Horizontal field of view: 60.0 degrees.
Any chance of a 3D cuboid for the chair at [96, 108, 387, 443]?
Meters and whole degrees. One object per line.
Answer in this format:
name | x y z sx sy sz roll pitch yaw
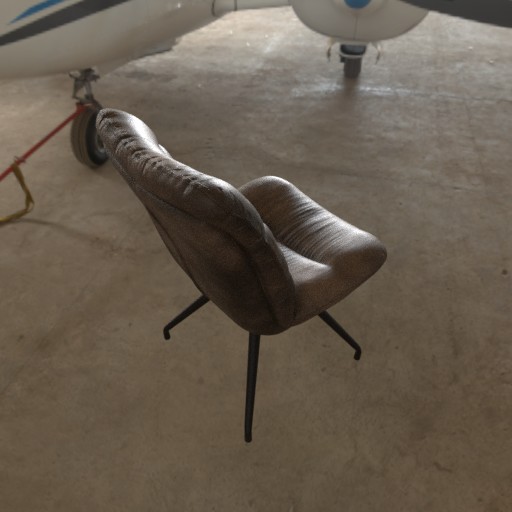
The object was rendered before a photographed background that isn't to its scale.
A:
chair | 0.000 0.000 1.260 0.622 0.870 0.549 -27 48 -28
